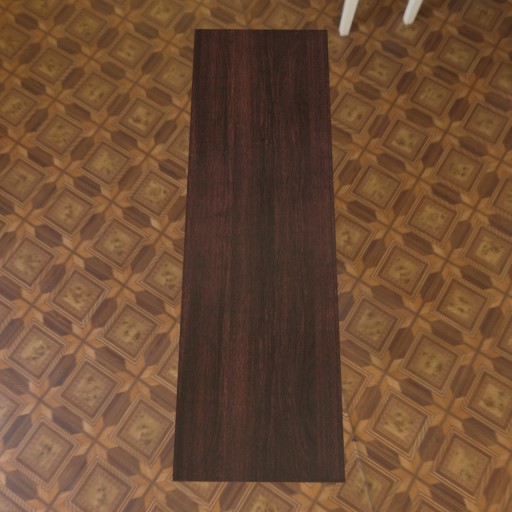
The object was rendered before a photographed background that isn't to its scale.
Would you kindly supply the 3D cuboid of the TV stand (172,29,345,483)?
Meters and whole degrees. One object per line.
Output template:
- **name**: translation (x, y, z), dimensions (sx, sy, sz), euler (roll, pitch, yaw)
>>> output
- **TV stand**: translation (0.000, 0.000, 1.426), dimensions (0.404, 0.614, 1.192), euler (0, 76, 0)
